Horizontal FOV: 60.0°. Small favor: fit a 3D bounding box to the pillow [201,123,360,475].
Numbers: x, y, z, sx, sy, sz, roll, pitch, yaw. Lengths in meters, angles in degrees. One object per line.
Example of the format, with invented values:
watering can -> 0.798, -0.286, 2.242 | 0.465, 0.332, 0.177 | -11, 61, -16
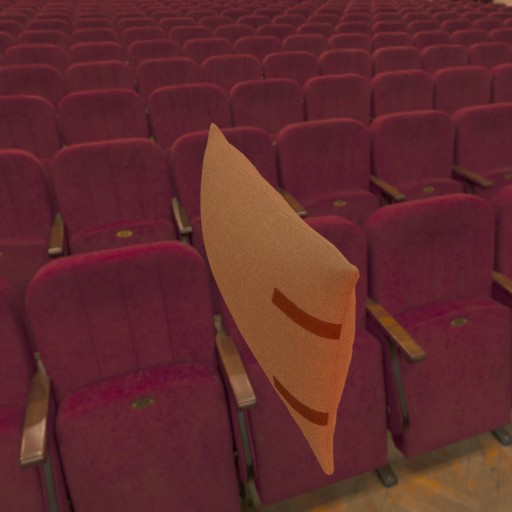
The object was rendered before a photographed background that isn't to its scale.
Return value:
pillow -> 0.000, 0.000, 0.735 | 0.148, 0.308, 0.612 | -9, 32, -15
